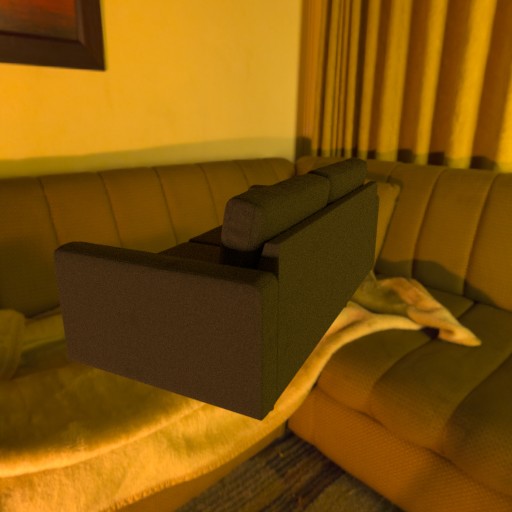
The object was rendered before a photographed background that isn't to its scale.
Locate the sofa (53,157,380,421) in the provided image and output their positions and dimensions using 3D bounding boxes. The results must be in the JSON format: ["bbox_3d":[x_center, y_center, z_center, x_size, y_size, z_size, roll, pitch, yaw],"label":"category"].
[{"bbox_3d":[0.000,0.000,2.277,0.889,0.897,1.730,8,20,25],"label":"sofa"}]
